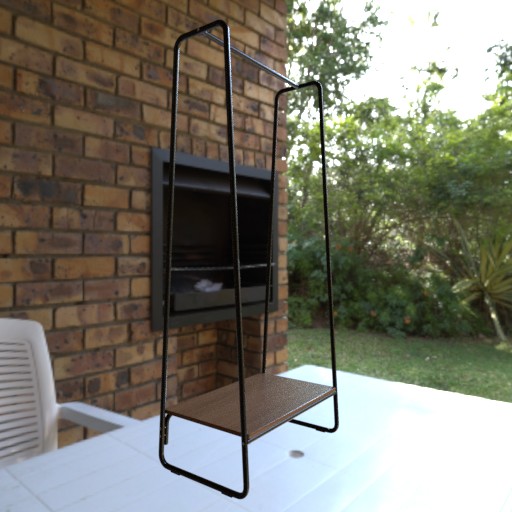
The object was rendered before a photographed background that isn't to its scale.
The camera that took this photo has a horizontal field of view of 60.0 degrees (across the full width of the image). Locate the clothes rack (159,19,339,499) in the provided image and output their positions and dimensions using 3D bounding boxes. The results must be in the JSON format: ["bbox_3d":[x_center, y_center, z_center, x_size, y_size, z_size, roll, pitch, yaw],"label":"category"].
[{"bbox_3d":[0.000,0.000,1.707,0.400,1.500,0.640,0,1,36],"label":"clothes rack"}]
